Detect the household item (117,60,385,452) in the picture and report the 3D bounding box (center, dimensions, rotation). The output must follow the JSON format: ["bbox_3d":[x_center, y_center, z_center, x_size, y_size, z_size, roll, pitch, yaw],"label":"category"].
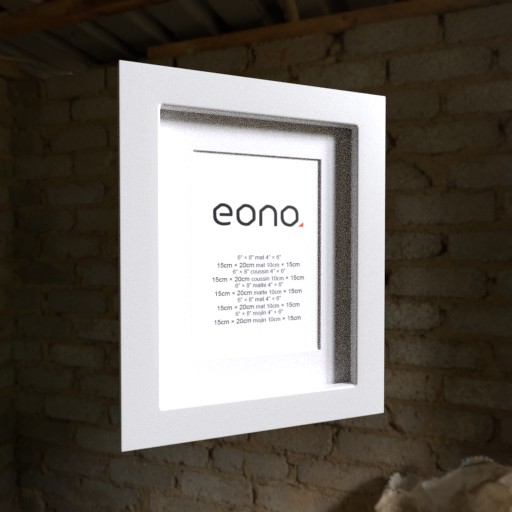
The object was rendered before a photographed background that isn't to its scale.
[{"bbox_3d":[0.000,0.000,0.337,0.200,0.250,0.045,0,1,-20],"label":"household item"}]
